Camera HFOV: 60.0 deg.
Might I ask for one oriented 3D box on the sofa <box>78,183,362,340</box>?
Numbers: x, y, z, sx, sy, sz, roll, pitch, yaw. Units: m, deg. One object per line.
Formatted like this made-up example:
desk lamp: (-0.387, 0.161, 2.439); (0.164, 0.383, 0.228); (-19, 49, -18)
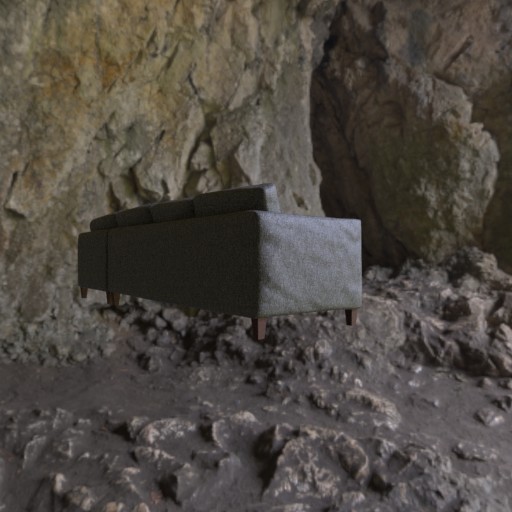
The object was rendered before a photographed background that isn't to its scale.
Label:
sofa: (0.000, 0.000, 4.499); (2.593, 0.947, 3.302); (0, 0, -38)
